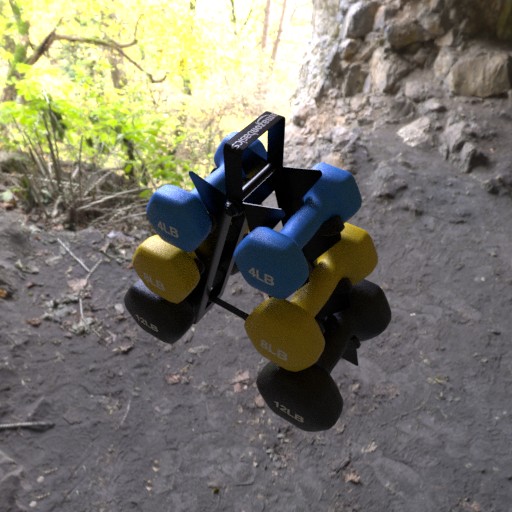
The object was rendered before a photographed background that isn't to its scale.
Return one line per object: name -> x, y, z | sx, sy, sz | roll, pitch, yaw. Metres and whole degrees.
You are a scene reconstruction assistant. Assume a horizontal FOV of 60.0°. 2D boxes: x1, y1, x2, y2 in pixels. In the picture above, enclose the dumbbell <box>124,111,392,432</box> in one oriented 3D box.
dumbbell -> 0.000, 0.000, 0.666 | 0.409, 0.426, 0.255 | 26, 52, 22
